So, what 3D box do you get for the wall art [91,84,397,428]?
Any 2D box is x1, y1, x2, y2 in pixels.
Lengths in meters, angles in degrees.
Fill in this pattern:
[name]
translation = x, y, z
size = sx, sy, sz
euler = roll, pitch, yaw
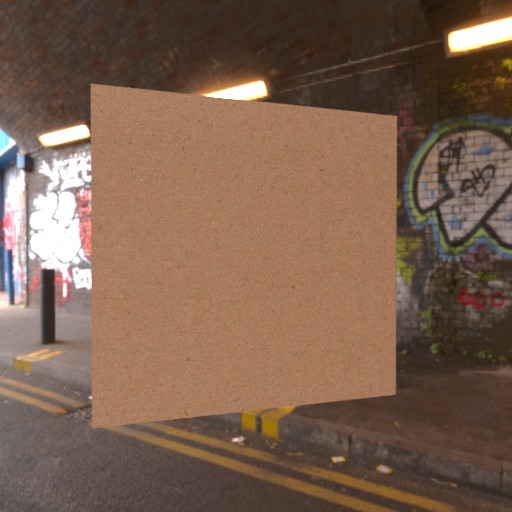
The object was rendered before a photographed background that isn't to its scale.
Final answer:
[wall art]
translation = 0.000, 0.000, 0.471
size = 0.327, 0.318, 0.029
euler = 0, 1, -17
